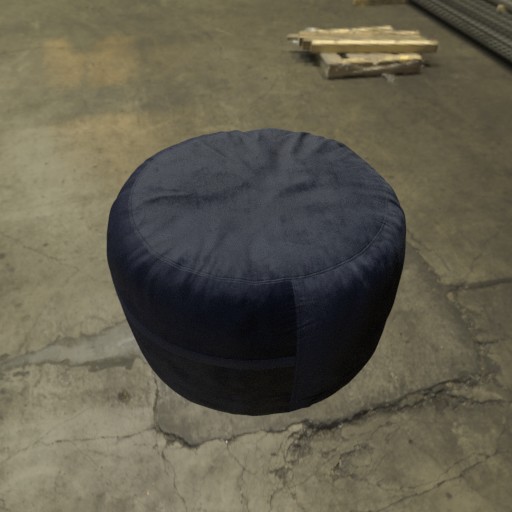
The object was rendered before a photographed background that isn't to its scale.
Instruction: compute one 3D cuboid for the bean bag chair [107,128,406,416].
[{"bbox_3d":[0.000,0.000,1.962,1.219,0.762,1.219,0,45,0],"label":"bean bag chair"}]
